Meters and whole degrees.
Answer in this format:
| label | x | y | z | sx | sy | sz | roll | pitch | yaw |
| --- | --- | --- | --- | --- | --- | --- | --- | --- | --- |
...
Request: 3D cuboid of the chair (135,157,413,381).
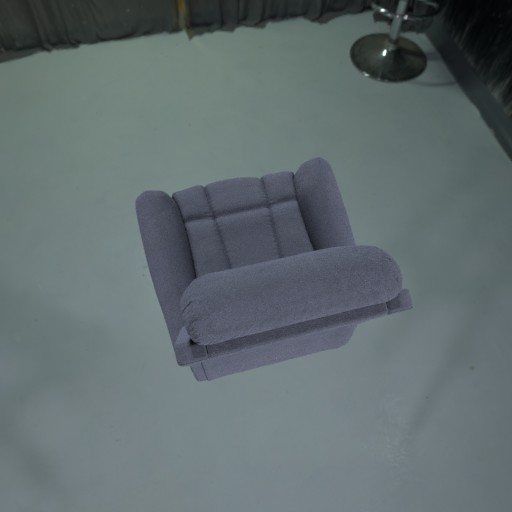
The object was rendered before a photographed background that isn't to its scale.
| label | x | y | z | sx | sy | sz | roll | pitch | yaw |
| --- | --- | --- | --- | --- | --- | --- | --- | --- | --- |
| chair | 0.000 | 0.000 | 1.762 | 0.871 | 1.031 | 0.979 | -12 | 60 | -7 |
